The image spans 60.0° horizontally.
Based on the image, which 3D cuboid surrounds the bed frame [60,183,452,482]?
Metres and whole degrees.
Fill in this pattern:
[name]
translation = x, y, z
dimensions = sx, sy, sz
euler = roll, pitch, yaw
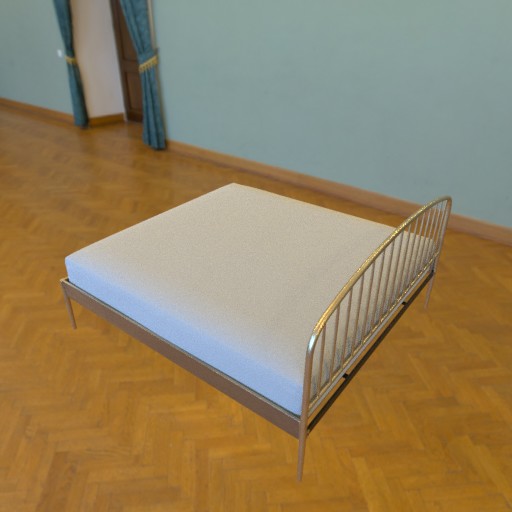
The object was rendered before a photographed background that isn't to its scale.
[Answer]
[bed frame]
translation = 0.000, 0.000, 3.362
dimensions = 2.152, 1.174, 2.016
euler = 21, 36, 32
